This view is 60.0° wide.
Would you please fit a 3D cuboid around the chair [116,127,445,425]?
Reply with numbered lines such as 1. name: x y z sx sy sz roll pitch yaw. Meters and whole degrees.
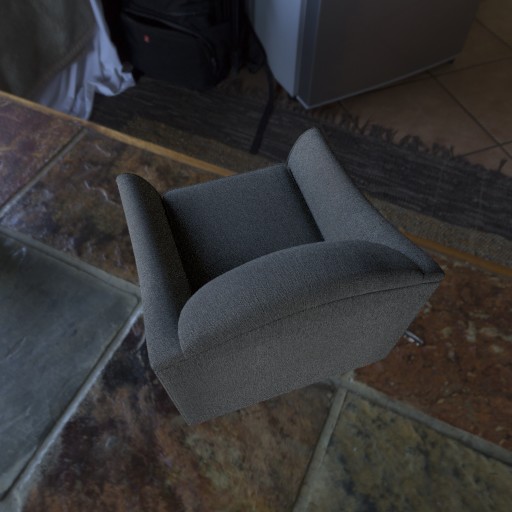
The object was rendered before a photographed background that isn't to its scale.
1. chair: 0.000 0.000 1.490 0.763 0.839 0.787 -16 59 -10
